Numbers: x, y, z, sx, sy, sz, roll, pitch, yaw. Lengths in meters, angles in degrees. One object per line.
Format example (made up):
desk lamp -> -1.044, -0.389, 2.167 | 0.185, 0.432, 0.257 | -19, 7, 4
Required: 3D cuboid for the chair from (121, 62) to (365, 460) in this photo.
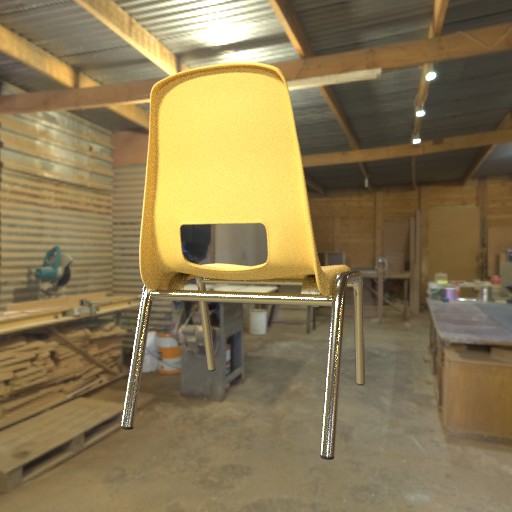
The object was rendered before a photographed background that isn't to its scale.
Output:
chair -> 0.000, 0.000, 0.792 | 0.354, 0.536, 0.385 | 0, 1, 18
